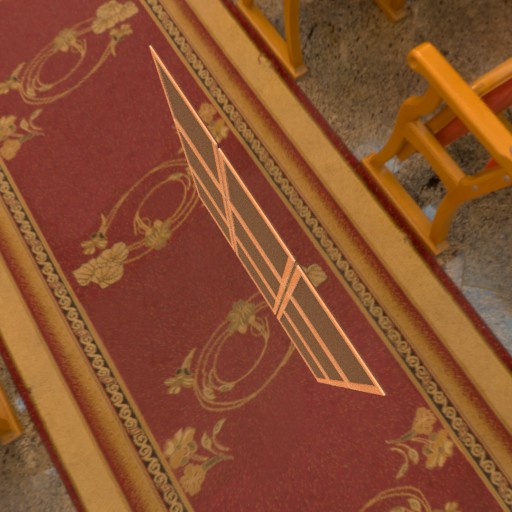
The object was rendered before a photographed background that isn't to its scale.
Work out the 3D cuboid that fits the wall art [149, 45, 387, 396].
[{"bbox_3d":[0.000,0.000,2.284,0.013,1.525,1.520,-31,78,-8],"label":"wall art"}]
